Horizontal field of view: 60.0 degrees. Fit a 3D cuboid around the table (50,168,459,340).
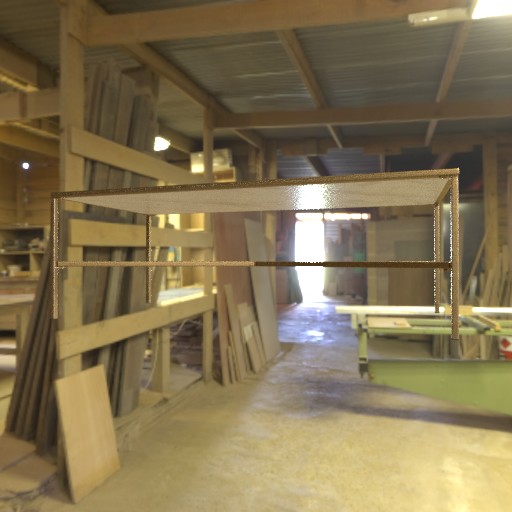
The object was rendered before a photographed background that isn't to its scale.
[{"bbox_3d":[0.000,0.000,1.503,1.197,0.405,0.577,0,-1,18],"label":"table"}]
